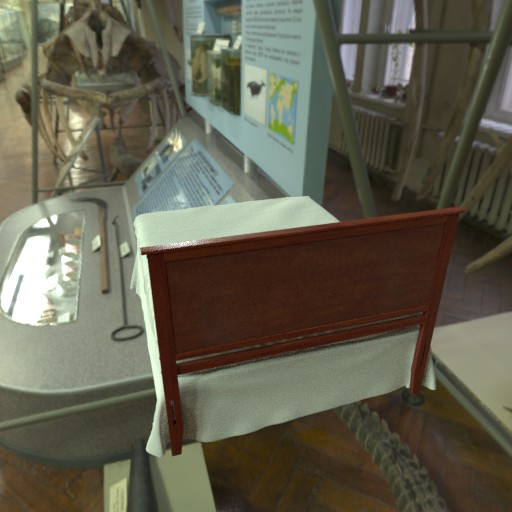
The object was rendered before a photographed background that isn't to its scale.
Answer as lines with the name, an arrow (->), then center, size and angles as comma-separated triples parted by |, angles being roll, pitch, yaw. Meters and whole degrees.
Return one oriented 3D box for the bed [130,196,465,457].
bed -> 0.000, 0.000, 3.233 | 1.870, 1.270, 2.050 | -8, 28, -16
